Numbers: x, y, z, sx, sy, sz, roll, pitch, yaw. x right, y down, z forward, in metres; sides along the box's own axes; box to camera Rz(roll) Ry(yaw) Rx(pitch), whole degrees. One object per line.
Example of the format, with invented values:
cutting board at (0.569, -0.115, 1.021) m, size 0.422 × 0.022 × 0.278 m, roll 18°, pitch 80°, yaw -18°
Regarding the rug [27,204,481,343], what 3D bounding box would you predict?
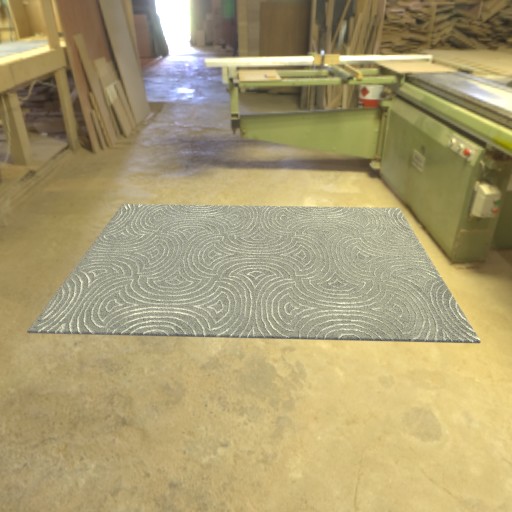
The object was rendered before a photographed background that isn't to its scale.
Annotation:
rug at (0.000, 0.000, 2.759) m, size 2.144 × 0.015 × 1.543 m, roll 1°, pitch 30°, yaw 2°
